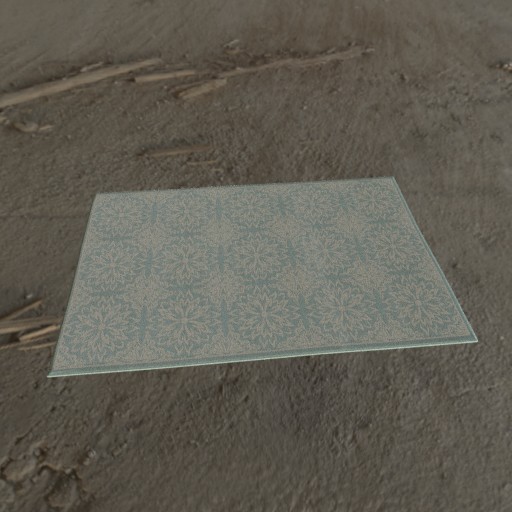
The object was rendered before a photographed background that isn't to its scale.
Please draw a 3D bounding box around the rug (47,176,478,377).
[{"bbox_3d":[0.000,0.000,2.298,1.840,0.012,1.219,-4,46,-4],"label":"rug"}]
